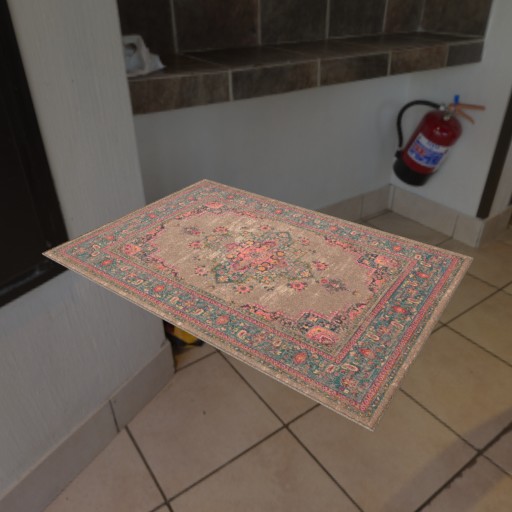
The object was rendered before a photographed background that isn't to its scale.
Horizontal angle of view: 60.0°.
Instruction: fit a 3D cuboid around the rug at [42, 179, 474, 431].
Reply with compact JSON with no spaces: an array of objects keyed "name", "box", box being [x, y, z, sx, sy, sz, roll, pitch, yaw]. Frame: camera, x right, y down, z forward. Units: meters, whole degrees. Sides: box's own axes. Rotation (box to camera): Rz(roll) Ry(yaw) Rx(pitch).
[{"name":"rug","box":[0.000,0.000,3.602,2.890,0.013,2.005,21,37,30]}]
